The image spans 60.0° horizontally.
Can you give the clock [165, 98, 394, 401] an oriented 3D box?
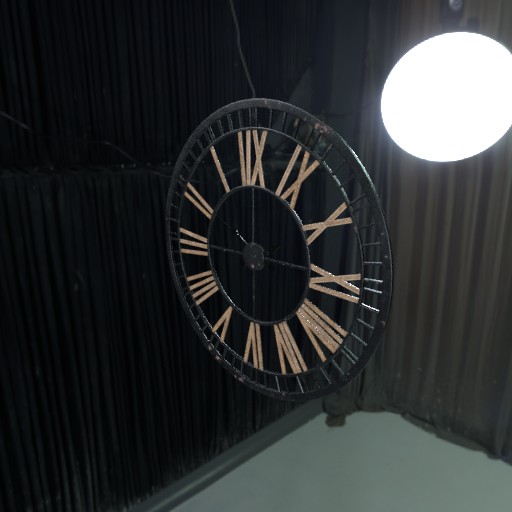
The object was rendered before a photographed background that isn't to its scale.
[{"bbox_3d":[0.000,0.000,1.258,0.843,0.843,0.025,14,21,42],"label":"clock"}]
